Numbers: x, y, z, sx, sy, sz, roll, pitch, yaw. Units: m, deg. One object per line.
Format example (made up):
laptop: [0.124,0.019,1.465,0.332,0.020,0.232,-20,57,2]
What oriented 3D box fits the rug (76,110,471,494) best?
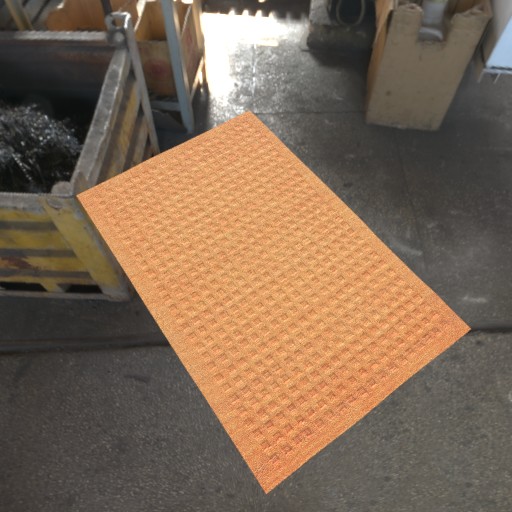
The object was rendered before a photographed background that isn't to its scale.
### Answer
rug: [0.000,0.000,2.194,1.143,0.006,1.747,-31,64,-17]
